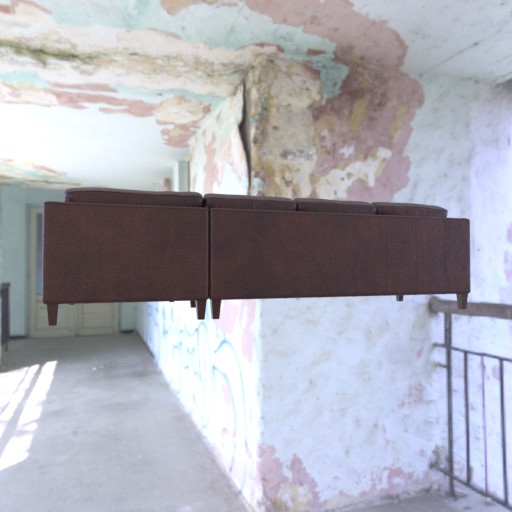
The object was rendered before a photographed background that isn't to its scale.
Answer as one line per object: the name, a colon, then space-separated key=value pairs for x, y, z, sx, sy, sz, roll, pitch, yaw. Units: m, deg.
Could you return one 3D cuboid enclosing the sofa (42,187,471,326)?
sofa: x=0.000 y=0.000 z=3.878 sx=3.203 sy=0.883 sz=1.581 roll=0 pitch=-1 yaw=-18
